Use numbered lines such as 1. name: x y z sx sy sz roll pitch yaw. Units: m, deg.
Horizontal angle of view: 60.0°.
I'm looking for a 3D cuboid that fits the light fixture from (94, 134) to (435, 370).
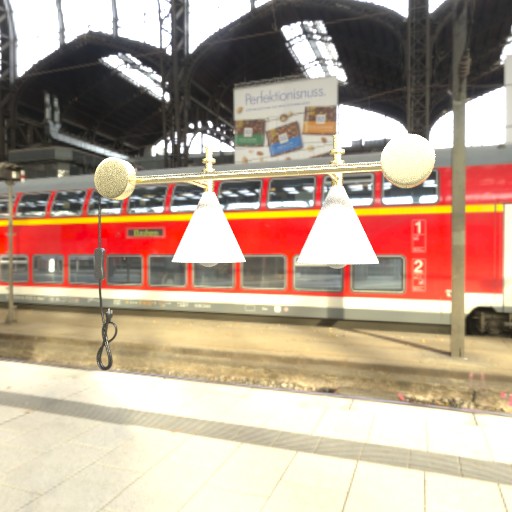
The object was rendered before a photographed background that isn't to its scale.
1. light fixture: 0.000 0.000 0.874 0.642 0.468 0.239 0 1 19
